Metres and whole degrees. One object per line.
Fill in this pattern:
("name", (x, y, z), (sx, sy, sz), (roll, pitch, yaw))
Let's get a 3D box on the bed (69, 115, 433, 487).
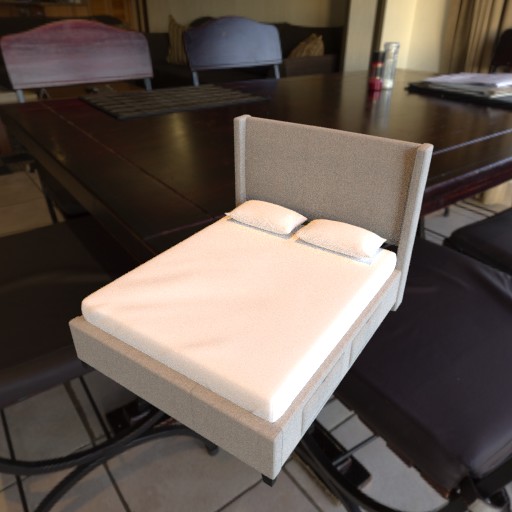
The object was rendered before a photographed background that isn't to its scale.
("bed", (0.000, 0.000, 3.390), (1.774, 1.491, 2.222), (19, 35, 29))
